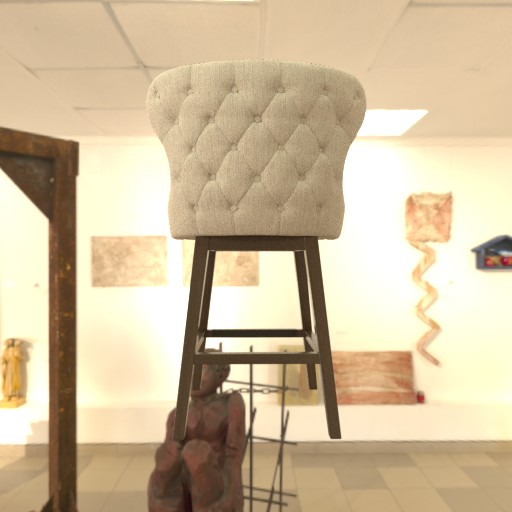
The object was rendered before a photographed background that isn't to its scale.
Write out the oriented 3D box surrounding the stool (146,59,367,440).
[{"bbox_3d":[0.000,0.000,1.366,0.615,0.972,0.597,0,0,-1],"label":"stool"}]
